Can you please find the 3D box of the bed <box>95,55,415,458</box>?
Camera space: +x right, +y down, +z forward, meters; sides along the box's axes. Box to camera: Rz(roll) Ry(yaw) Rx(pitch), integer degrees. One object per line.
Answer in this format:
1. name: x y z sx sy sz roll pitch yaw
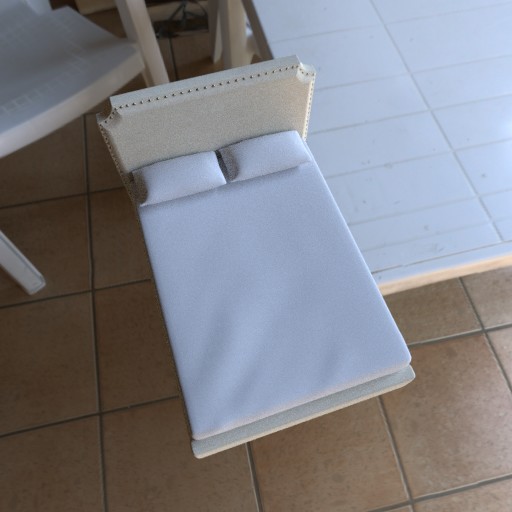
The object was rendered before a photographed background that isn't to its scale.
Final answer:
1. bed: 0.000 0.000 3.390 1.713 1.457 2.381 -16 64 -8
